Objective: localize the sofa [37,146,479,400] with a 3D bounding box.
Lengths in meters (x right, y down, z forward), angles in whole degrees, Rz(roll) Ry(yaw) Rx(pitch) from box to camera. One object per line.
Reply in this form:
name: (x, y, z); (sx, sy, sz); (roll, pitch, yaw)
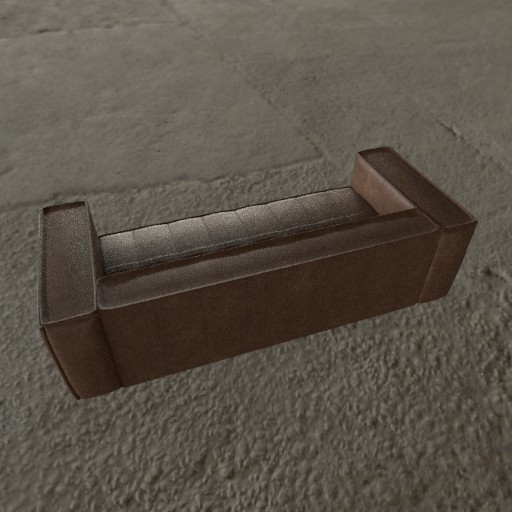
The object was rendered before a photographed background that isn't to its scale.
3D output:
sofa: (0.000, 0.000, 2.970); (2.581, 0.701, 1.102); (-13, 43, -14)
